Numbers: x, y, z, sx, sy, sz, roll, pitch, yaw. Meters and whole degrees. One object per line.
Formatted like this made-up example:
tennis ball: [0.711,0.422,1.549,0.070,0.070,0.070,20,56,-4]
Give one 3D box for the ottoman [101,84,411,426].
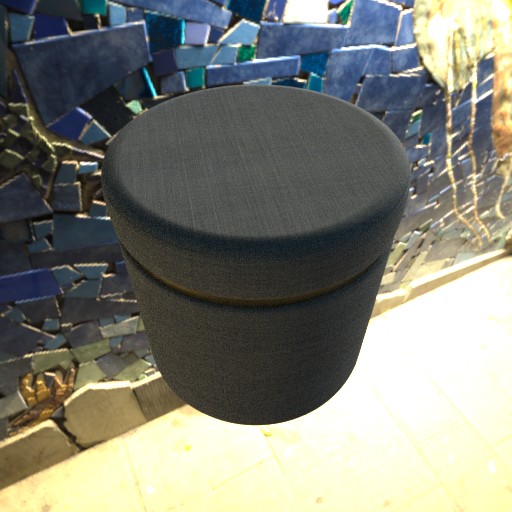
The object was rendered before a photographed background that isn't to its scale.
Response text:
ottoman: [0.000,0.000,0.717,0.400,0.406,0.400,0,45,0]
